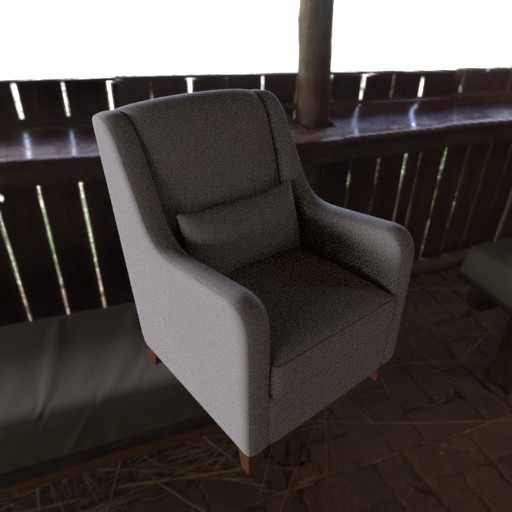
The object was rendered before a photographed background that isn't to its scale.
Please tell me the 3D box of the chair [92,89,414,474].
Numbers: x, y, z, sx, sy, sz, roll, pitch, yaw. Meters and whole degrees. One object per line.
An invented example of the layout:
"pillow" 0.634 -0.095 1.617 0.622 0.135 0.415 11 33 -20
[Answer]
"chair" 0.000 0.000 1.591 0.715 1.010 0.863 -22 37 -32
